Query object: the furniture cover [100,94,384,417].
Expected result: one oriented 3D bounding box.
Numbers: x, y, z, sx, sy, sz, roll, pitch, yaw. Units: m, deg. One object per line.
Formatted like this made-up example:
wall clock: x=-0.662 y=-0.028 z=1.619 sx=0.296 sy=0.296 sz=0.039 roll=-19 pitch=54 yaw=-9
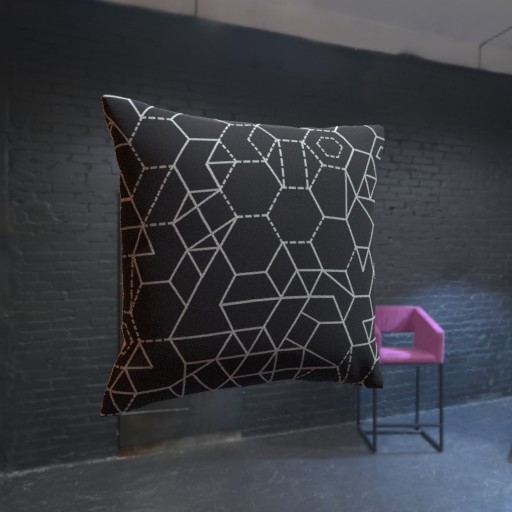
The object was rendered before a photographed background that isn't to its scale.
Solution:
furniture cover: x=0.000 y=0.000 z=0.778 sx=0.517 sy=0.508 sz=0.158 roll=0 pitch=0 yaw=-18
